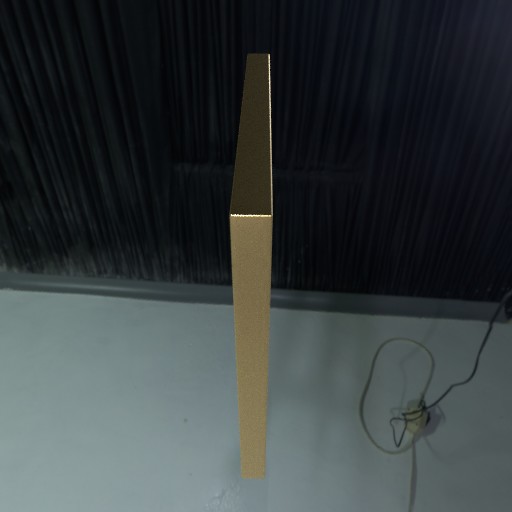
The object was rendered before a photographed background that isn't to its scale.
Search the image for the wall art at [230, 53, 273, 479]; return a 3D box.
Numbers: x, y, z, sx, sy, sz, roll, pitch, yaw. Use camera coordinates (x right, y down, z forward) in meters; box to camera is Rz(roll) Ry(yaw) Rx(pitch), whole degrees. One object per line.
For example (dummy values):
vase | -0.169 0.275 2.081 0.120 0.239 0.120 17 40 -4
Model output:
wall art | 0.000 0.000 0.449 0.023 0.305 0.305 1 39 1
